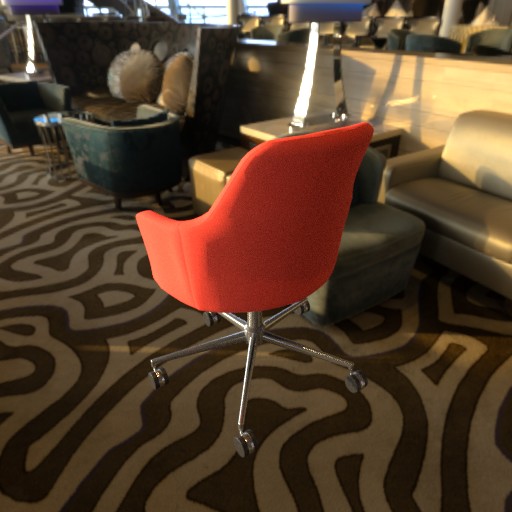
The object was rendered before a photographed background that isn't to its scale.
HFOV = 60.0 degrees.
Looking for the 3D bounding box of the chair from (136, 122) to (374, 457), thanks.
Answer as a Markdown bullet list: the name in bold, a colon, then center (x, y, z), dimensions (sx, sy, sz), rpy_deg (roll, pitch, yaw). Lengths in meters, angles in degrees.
- **chair**: center (0.000, 0.000, 1.282), dimensions (0.655, 0.820, 0.600), rpy_deg (-19, 35, -31)
